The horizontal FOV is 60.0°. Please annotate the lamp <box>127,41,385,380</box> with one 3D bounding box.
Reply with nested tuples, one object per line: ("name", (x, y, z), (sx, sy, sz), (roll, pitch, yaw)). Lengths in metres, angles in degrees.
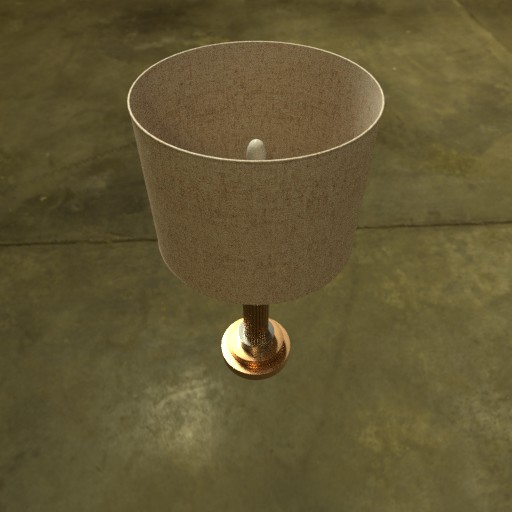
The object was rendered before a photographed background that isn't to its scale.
("lamp", (0.000, 0.000, 0.783), (0.321, 0.610, 0.321), (33, 54, 28))
